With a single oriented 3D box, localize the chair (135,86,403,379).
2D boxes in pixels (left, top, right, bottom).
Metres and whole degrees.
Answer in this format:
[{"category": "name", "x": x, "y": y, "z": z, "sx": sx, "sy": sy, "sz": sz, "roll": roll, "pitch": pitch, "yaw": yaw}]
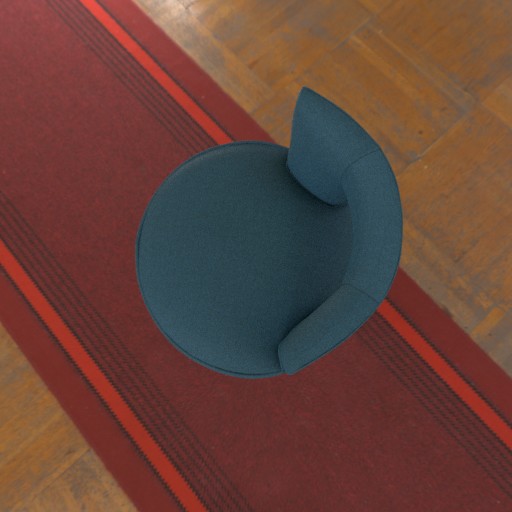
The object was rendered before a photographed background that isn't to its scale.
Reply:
[{"category": "chair", "x": 0.000, "y": 0.000, "z": 1.279, "sx": 0.660, "sy": 0.711, "sz": 0.684, "roll": 3, "pitch": 75, "yaw": 1}]
